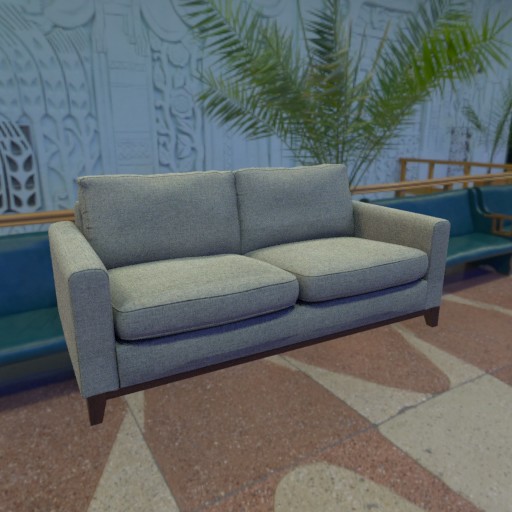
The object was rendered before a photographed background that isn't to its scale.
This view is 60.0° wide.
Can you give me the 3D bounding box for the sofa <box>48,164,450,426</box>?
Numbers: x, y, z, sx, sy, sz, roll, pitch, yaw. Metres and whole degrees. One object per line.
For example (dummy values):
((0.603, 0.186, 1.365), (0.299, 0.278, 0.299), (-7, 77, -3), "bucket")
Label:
((0.000, 0.000, 2.403), (1.978, 0.892, 0.969), (-8, 18, -27), "sofa")
